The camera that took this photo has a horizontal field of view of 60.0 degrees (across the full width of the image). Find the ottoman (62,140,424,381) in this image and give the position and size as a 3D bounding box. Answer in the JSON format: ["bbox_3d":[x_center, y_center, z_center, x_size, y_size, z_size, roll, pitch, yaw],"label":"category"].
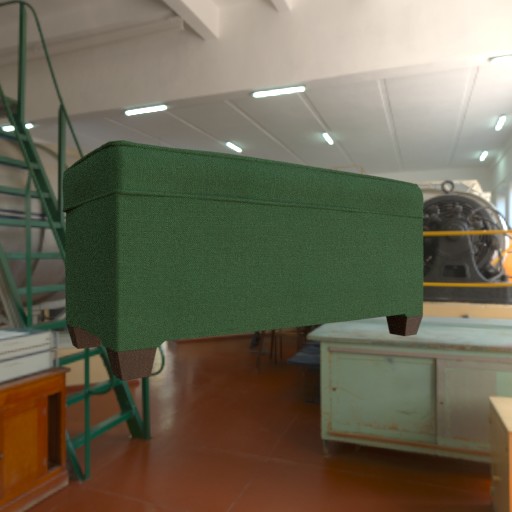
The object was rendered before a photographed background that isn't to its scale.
[{"bbox_3d":[0.000,0.000,1.248,0.957,0.471,0.483,0,0,-34],"label":"ottoman"}]
